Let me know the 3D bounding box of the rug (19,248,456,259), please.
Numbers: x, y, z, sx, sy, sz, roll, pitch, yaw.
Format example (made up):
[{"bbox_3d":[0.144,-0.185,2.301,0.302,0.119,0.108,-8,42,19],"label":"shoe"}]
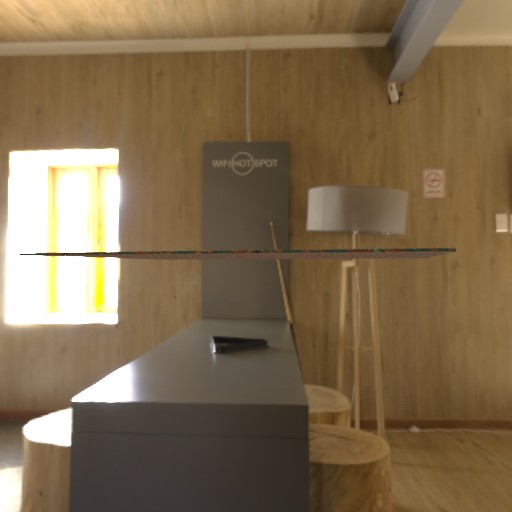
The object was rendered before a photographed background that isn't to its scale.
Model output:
[{"bbox_3d":[0.000,0.000,4.199,3.204,0.025,2.434,0,-1,18],"label":"rug"}]
